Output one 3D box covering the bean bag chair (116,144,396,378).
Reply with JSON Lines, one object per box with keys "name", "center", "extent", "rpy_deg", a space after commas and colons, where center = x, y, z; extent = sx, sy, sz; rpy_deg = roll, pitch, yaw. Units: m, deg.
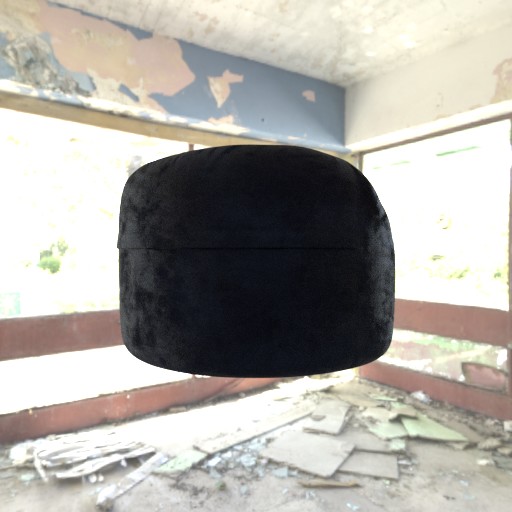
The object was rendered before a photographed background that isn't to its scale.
{"name": "bean bag chair", "center": [0.000, 0.000, 1.522], "extent": [0.918, 0.616, 0.918], "rpy_deg": [0, 0, 0]}
